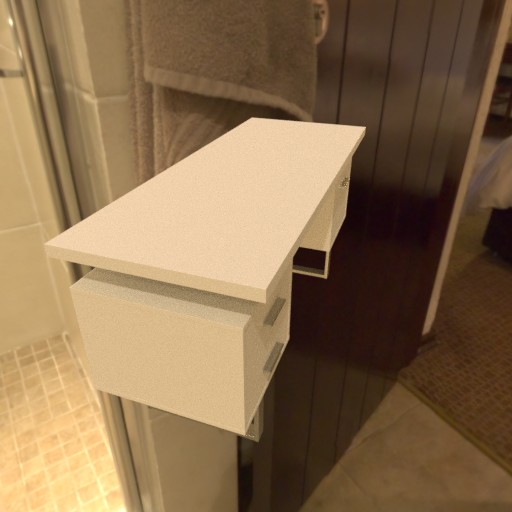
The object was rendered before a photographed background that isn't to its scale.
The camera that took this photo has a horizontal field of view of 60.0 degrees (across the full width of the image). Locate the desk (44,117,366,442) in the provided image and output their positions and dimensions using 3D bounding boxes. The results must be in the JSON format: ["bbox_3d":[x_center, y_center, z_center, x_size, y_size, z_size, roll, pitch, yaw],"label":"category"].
[{"bbox_3d":[0.000,0.000,1.861,0.603,0.773,1.530,10,31,17],"label":"desk"}]
